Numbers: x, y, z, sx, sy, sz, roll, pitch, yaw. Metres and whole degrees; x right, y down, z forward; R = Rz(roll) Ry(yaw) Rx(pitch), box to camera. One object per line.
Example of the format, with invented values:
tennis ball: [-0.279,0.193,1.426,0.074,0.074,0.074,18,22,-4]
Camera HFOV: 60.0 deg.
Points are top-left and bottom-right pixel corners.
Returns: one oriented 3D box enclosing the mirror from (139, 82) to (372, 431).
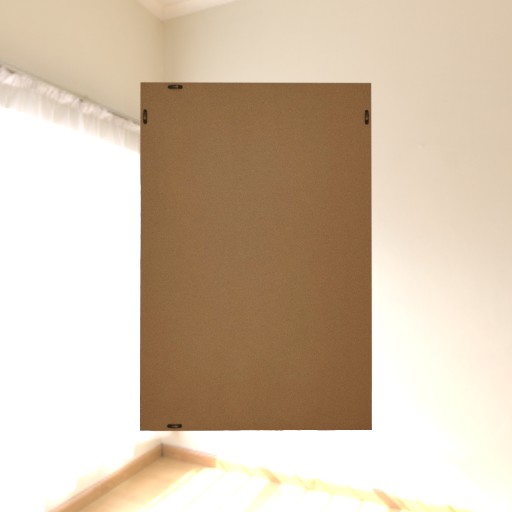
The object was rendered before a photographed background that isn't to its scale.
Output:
mirror: [0.000,0.000,1.179,0.609,0.915,0.040,0,-1,0]
